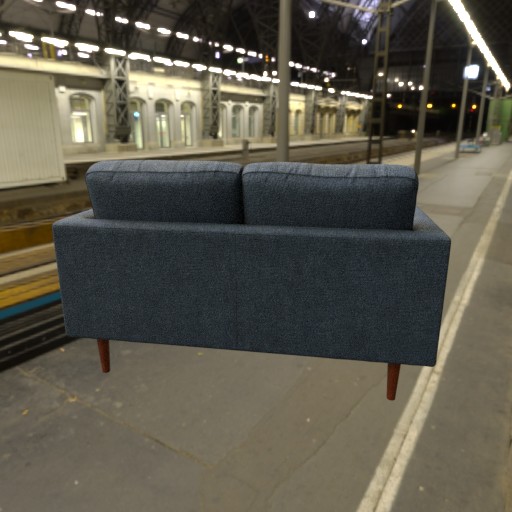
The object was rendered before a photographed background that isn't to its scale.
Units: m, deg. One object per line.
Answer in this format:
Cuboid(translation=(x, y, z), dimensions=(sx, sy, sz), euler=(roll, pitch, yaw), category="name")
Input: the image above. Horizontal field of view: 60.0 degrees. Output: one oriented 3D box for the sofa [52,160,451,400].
Cuboid(translation=(0.000, 0.000, 2.155), dimensions=(1.582, 0.944, 0.903), euler=(3, 17, 9), category="sofa")
